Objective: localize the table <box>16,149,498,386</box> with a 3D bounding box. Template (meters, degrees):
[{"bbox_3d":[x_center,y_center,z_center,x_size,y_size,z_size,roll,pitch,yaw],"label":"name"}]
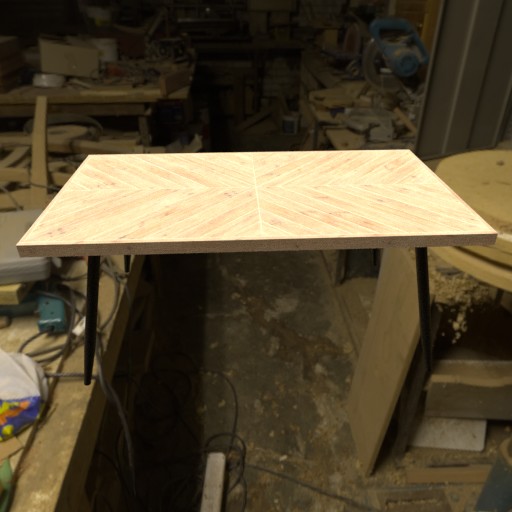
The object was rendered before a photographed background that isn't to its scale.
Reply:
[{"bbox_3d":[0.000,0.000,2.276,1.803,0.762,0.991,-2,32,-2],"label":"table"}]
